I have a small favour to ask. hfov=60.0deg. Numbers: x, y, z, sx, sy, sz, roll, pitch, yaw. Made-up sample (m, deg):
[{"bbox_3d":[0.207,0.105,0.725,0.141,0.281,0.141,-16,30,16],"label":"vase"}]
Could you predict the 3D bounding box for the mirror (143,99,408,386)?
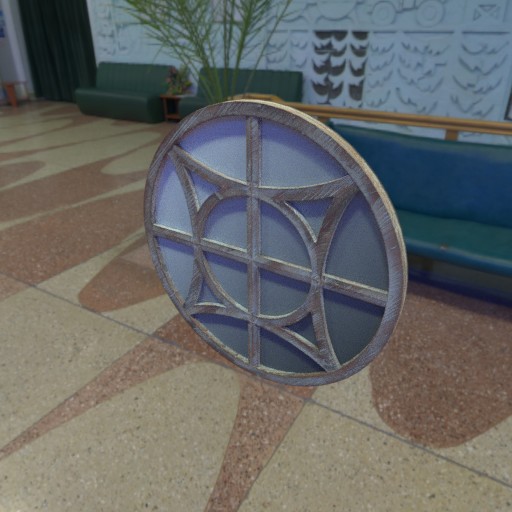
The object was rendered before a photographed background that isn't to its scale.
[{"bbox_3d":[0.000,0.000,1.064,0.710,0.710,0.038,17,32,29],"label":"mirror"}]
